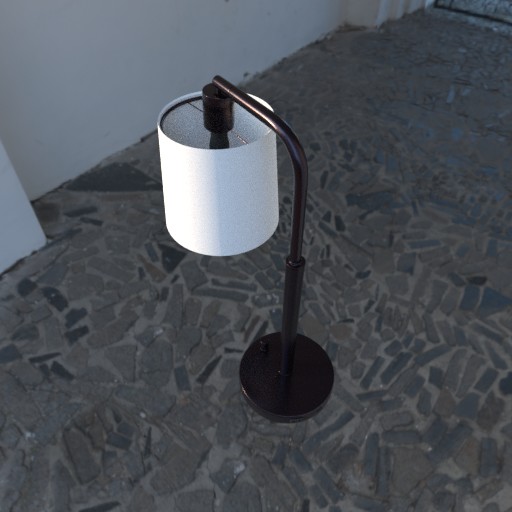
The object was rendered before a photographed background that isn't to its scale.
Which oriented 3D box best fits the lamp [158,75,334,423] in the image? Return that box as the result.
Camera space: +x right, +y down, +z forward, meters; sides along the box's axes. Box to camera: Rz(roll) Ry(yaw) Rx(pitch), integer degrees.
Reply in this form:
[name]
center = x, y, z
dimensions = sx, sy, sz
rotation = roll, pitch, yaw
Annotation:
[lamp]
center = 0.000, 0.000, 0.653
dimensions = 0.171, 0.489, 0.333
rotation = -30, 53, -26
